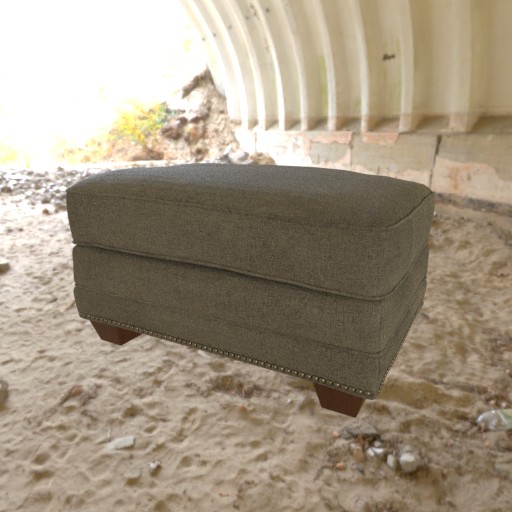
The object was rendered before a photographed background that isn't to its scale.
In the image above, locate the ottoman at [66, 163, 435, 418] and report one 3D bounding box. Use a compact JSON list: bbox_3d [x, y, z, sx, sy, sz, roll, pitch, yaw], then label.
[{"bbox_3d":[0.000,0.000,1.159,0.813,0.457,0.561,9,18,28],"label":"ottoman"}]
